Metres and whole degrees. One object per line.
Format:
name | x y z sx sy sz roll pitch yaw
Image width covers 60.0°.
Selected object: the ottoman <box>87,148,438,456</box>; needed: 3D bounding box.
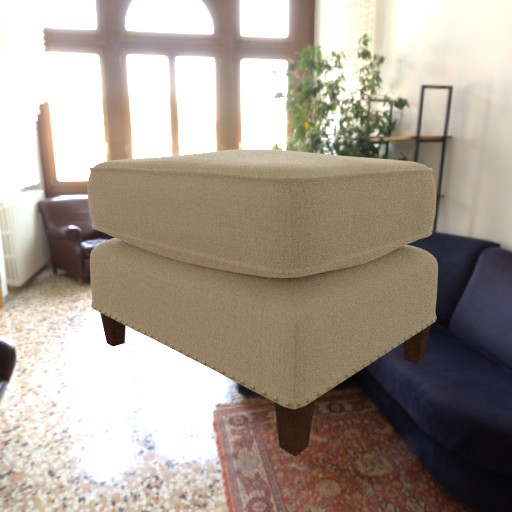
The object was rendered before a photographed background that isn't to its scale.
ottoman | 0.000 0.000 1.140 0.738 0.537 0.589 13 18 43
